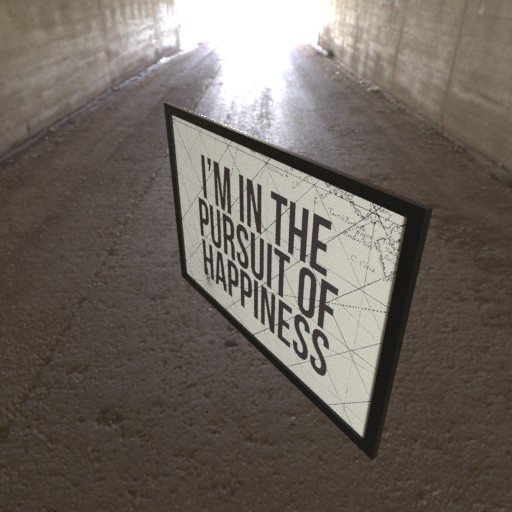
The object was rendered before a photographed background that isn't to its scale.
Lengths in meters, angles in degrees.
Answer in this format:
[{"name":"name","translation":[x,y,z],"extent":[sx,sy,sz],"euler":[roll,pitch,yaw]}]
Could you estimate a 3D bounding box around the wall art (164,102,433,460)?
[{"name":"wall art","translation":[0.000,0.000,1.035],"extent":[0.015,0.552,0.819],"euler":[-20,37,-30]}]
